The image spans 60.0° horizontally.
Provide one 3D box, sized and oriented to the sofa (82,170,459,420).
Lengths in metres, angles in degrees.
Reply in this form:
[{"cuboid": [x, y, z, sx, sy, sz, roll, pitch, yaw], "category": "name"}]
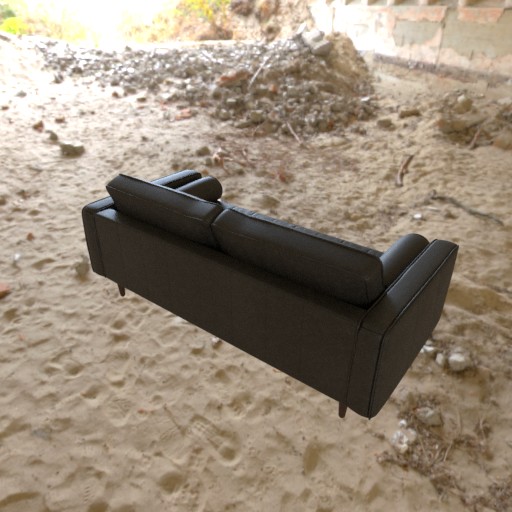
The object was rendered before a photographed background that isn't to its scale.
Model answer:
[{"cuboid": [0.000, 0.000, 2.441, 1.879, 0.770, 0.921, 21, 36, 32], "category": "sofa"}]
